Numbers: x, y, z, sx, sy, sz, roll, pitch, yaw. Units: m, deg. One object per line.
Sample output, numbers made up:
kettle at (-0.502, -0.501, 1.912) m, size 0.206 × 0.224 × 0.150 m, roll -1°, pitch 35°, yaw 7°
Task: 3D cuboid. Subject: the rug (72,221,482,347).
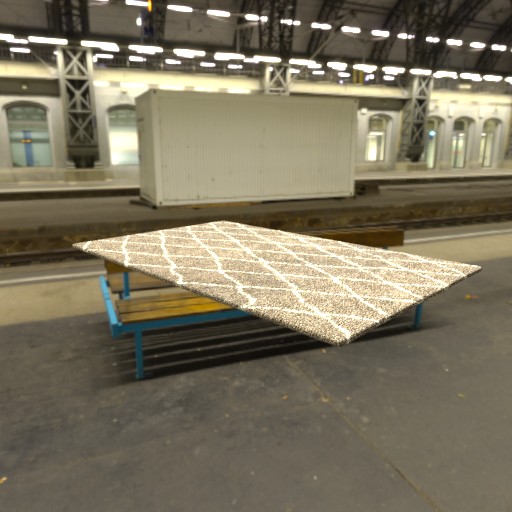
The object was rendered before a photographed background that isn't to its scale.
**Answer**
rug at (0.000, 0.000, 3.044) m, size 1.524 × 0.030 × 2.438 m, roll -14°, pitch 19°, yaw -43°
